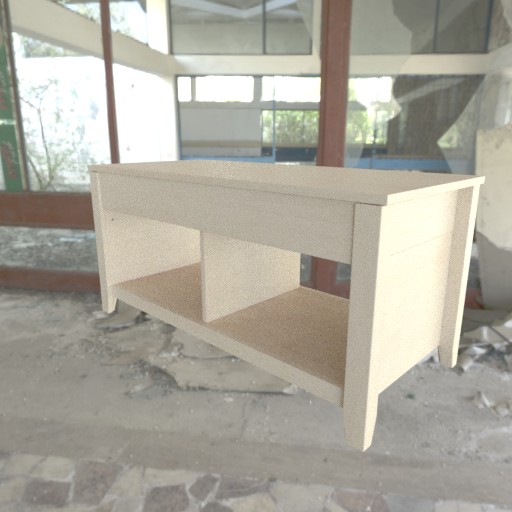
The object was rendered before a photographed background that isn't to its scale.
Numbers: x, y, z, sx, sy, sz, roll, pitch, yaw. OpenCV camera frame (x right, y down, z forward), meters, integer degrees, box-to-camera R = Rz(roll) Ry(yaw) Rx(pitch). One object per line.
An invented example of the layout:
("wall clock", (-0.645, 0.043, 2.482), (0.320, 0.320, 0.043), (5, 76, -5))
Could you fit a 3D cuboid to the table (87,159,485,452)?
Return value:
("table", (0.000, 0.000, 1.259), (1.016, 0.483, 0.457), (14, 21, 42))
